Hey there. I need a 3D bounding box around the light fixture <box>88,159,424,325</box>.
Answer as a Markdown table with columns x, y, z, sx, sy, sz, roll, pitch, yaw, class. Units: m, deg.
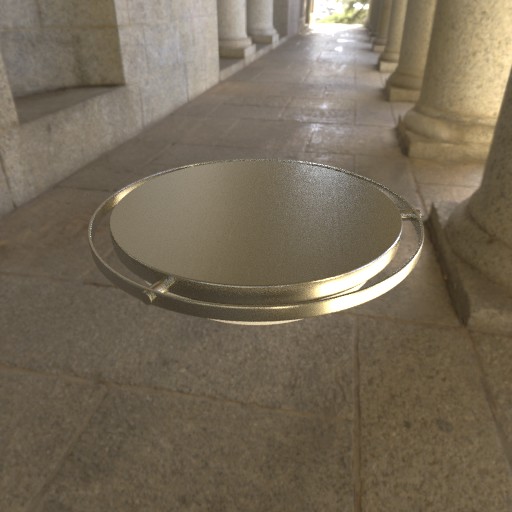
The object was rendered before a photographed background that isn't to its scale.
| x | y | z | sx | sy | sz | roll | pitch | yaw | class |
| --- | --- | --- | --- | --- | --- | --- | --- | --- | --- |
| 0.000 | 0.000 | 0.530 | 0.361 | 0.130 | 0.361 | 0 | 31 | 0 | light fixture |
